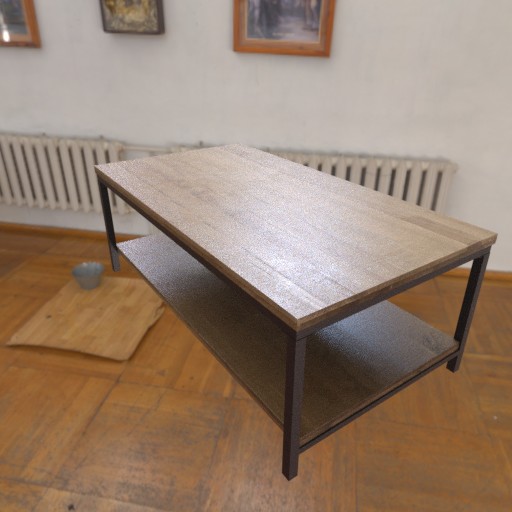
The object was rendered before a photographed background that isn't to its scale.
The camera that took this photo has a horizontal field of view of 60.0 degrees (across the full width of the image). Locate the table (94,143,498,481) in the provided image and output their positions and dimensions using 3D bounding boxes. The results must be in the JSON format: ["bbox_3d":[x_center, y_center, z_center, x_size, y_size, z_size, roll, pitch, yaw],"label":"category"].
[{"bbox_3d":[0.000,0.000,1.318,0.574,0.393,1.062,-18,32,-30],"label":"table"}]
